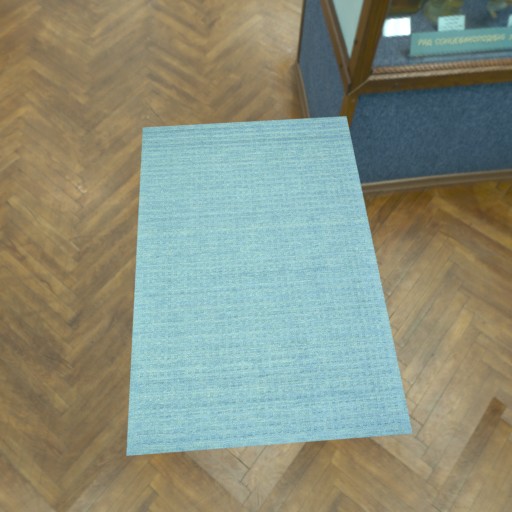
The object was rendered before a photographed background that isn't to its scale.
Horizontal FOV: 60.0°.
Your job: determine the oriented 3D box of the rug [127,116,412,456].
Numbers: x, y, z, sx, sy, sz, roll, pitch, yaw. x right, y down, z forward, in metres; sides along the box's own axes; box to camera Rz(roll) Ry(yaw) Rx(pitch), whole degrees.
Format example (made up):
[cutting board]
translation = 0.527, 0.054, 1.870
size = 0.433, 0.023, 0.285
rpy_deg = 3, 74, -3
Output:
[rug]
translation = 0.000, 0.000, 3.685
size = 1.982, 0.006, 2.895
rpy_deg = -4, 64, -2
